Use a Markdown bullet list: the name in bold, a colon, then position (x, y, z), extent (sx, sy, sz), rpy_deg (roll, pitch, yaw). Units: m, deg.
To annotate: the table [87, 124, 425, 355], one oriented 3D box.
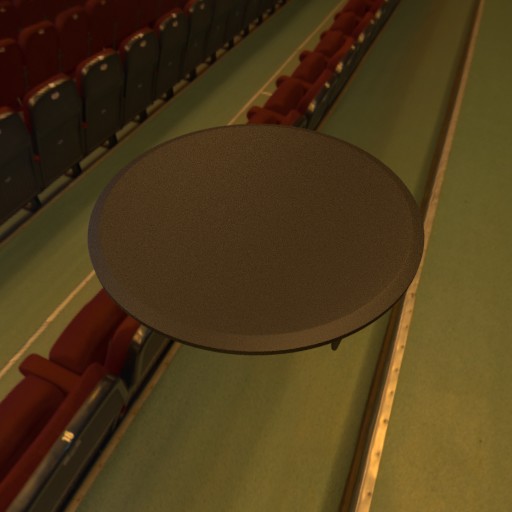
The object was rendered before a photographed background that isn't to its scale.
- **table**: position (0.000, 0.000, 1.360), extent (0.900, 0.400, 0.900), rpy_deg (0, 47, 0)
